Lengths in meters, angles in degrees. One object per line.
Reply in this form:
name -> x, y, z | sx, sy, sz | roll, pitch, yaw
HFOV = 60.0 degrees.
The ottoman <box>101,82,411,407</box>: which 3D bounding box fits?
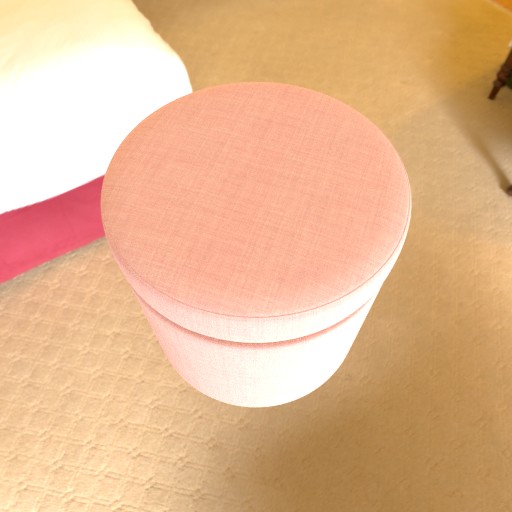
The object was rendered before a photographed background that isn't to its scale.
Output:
ottoman -> 0.000, 0.000, 0.727 | 0.400, 0.406, 0.400 | 0, 58, 0
